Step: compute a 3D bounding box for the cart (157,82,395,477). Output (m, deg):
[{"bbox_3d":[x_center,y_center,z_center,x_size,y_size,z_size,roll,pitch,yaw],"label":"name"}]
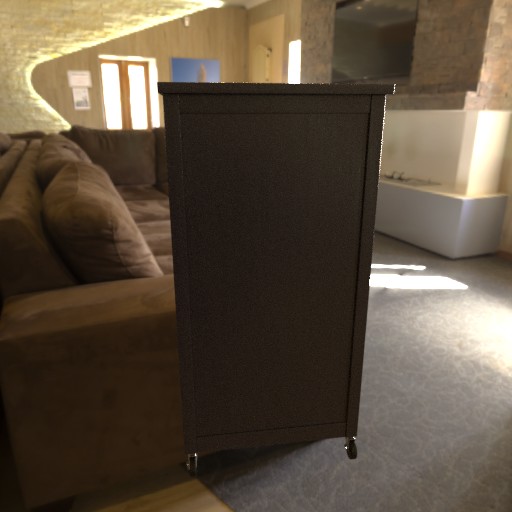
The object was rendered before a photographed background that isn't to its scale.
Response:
[{"bbox_3d":[0.000,0.000,1.260,0.449,0.878,0.690,-3,18,-8],"label":"cart"}]
